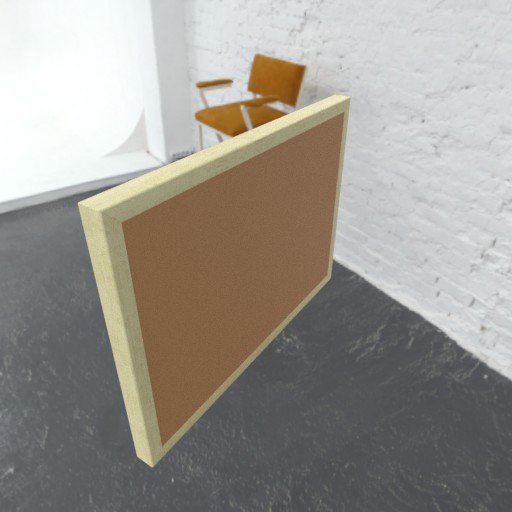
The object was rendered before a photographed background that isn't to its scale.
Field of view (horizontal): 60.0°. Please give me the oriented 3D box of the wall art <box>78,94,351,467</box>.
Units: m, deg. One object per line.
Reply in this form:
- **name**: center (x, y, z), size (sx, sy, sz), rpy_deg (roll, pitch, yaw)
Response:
- **wall art**: center (0.000, 0.000, 0.684), size (0.032, 0.381, 0.533), rpy_deg (20, 37, 29)
